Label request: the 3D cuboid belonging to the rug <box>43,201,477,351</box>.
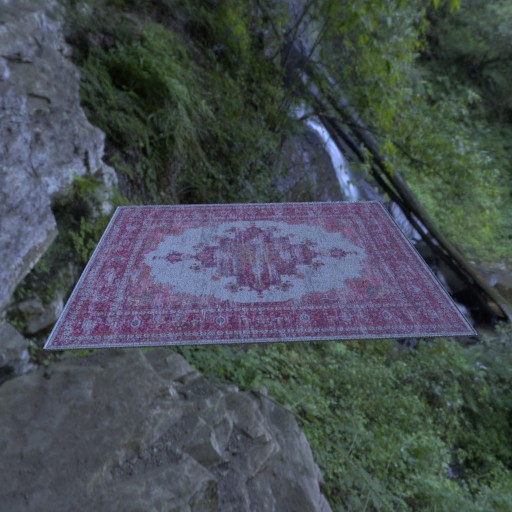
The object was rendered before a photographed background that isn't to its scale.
[{"bbox_3d":[0.000,0.000,4.214,3.123,0.017,2.447,-1,31,-3],"label":"rug"}]
